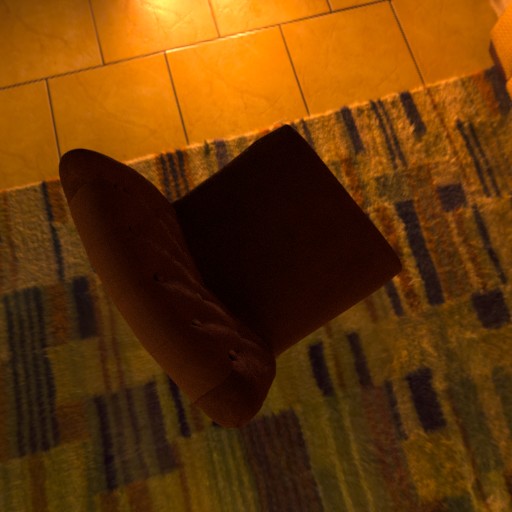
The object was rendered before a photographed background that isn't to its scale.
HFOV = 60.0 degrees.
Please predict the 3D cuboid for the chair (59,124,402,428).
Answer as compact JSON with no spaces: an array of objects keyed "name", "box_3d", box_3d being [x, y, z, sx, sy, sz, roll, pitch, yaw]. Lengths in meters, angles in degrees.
[{"name":"chair","box_3d":[0.000,0.000,1.141,0.605,0.750,0.582,-34,78,-8]}]
